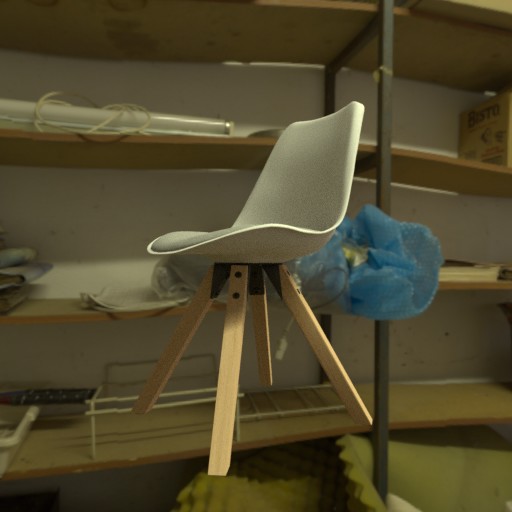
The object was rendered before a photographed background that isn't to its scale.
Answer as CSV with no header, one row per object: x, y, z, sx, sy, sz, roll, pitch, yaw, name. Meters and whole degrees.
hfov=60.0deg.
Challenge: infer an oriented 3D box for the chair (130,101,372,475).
0.000,0.000,1.173,0.550,0.850,0.485,0,0,-36,chair
